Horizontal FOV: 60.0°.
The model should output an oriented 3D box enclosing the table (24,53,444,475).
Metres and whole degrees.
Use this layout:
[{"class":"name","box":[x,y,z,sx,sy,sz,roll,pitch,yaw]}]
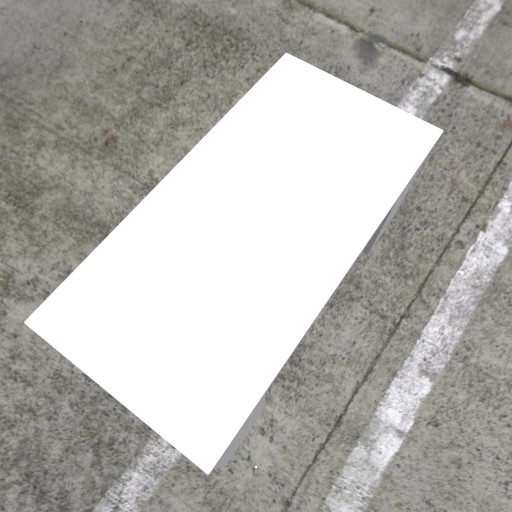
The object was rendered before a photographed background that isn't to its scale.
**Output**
[{"class":"table","box":[0.000,0.000,1.252,0.500,0.440,1.000,33,69,14]}]
